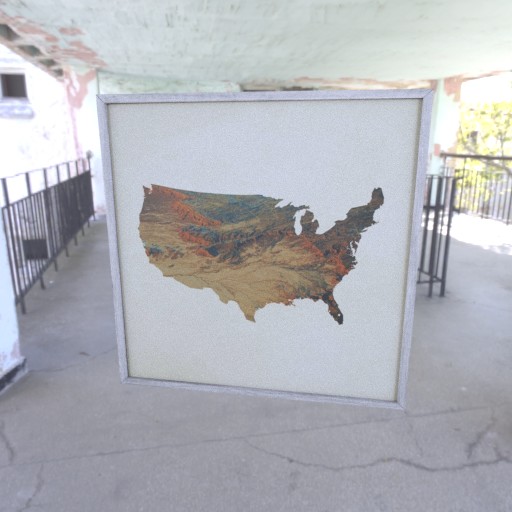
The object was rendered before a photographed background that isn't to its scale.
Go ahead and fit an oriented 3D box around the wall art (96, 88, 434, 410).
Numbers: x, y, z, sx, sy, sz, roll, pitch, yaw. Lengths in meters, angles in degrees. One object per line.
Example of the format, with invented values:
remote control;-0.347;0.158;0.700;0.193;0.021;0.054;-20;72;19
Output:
wall art;0.000;0.000;0.727;0.508;0.507;0.016;2;15;9
